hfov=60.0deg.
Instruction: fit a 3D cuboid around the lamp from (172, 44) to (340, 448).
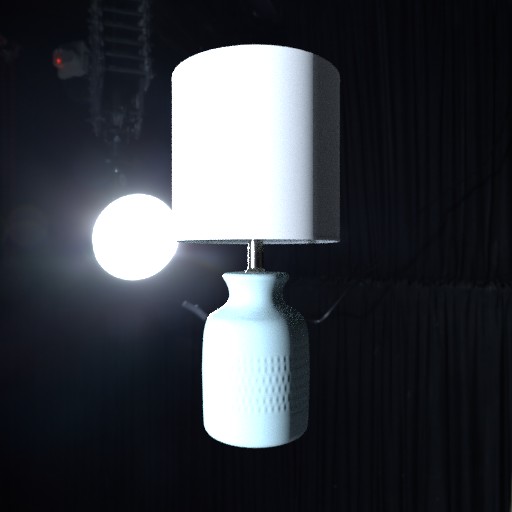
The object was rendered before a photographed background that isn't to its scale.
[{"bbox_3d":[0.000,0.000,1.122,0.418,0.871,0.418,0,0,18],"label":"lamp"}]
